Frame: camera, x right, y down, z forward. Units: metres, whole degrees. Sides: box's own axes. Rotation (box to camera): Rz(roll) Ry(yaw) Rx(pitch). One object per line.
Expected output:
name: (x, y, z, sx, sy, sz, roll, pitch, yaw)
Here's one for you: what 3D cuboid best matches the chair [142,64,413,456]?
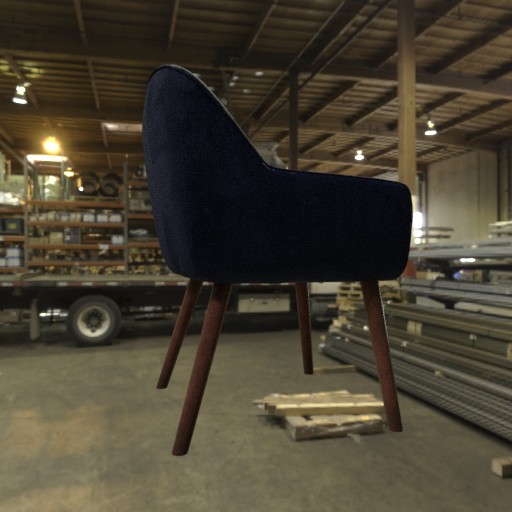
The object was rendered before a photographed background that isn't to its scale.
chair: (0.000, 0.000, 1.219, 0.600, 0.820, 0.600, 0, 0, -16)
